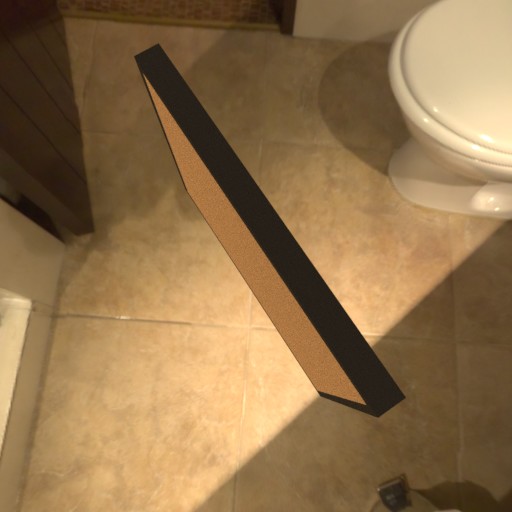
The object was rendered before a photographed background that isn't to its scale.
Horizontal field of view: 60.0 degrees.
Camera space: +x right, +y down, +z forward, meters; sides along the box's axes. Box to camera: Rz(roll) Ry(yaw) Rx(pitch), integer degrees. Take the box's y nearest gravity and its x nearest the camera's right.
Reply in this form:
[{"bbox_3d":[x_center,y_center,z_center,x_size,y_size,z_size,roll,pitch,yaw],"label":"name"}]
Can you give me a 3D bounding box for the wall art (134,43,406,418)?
[{"bbox_3d":[0.000,0.000,0.550,0.028,0.325,0.397,-32,78,-8],"label":"wall art"}]
